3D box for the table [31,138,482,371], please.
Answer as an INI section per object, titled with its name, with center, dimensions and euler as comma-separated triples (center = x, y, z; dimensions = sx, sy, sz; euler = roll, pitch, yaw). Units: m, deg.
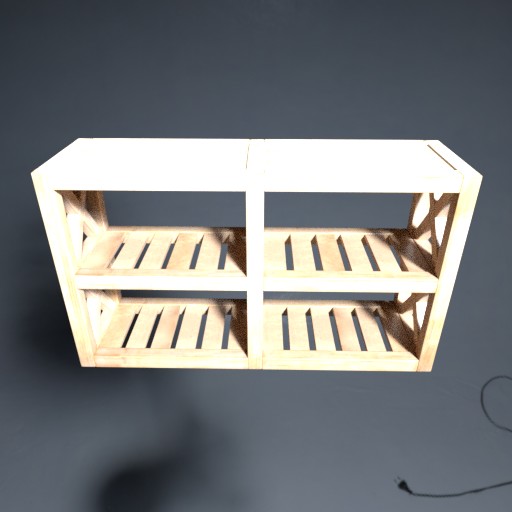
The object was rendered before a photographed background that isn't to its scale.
[table]
center = 0.000, 0.000, 1.635
dimensions = 1.320, 0.762, 0.381
euler = 1, 30, 1
